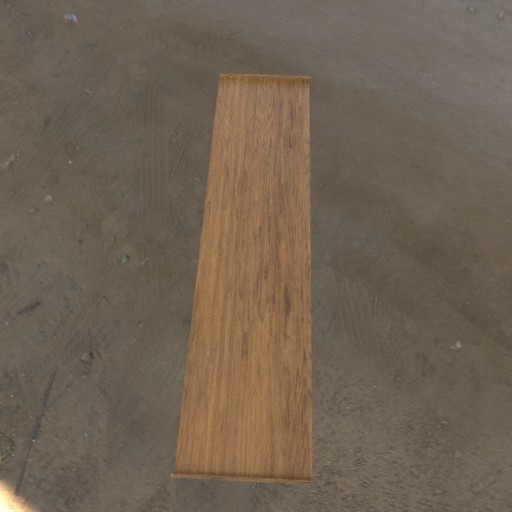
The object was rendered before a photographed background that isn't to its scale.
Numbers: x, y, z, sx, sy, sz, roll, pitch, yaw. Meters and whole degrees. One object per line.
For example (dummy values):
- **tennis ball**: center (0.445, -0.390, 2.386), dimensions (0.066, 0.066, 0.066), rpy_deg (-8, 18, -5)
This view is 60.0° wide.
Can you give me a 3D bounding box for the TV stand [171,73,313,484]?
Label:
- **TV stand**: center (0.000, 0.000, 1.988), dimensions (0.467, 0.415, 1.796), rpy_deg (2, 64, 1)
